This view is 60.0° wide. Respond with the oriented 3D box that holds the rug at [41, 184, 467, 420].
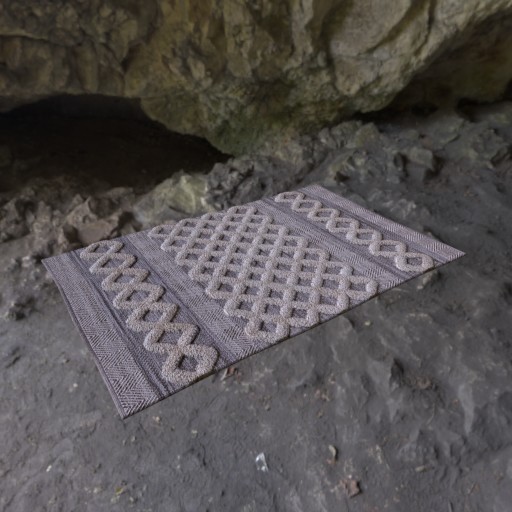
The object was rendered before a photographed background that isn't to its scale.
[{"bbox_3d":[0.000,0.000,2.882,2.333,0.033,1.513,-19,36,-29],"label":"rug"}]
